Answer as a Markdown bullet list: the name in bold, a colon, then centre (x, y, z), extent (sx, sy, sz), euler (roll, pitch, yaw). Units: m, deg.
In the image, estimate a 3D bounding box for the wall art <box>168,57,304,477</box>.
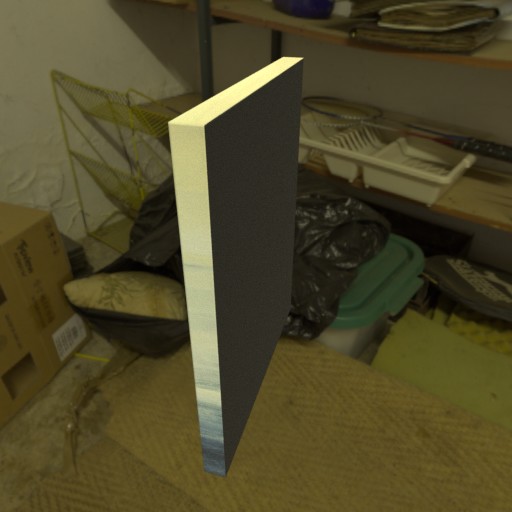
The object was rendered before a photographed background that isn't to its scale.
- **wall art**: centre (0.000, 0.000, 0.813), extent (0.040, 0.608, 0.489), euler (9, 33, 14)
